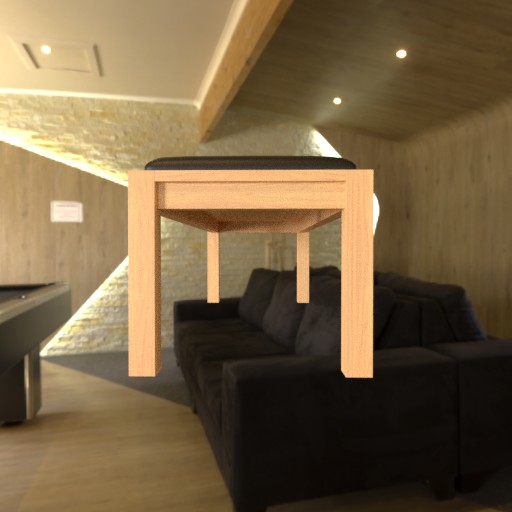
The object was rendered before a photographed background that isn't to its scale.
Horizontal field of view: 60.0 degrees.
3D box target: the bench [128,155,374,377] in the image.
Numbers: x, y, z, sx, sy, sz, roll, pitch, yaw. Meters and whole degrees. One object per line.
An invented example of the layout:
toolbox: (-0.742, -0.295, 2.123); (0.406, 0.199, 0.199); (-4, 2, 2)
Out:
bench: (0.000, 0.000, 1.414); (0.450, 0.430, 1.202); (0, 1, 1)
